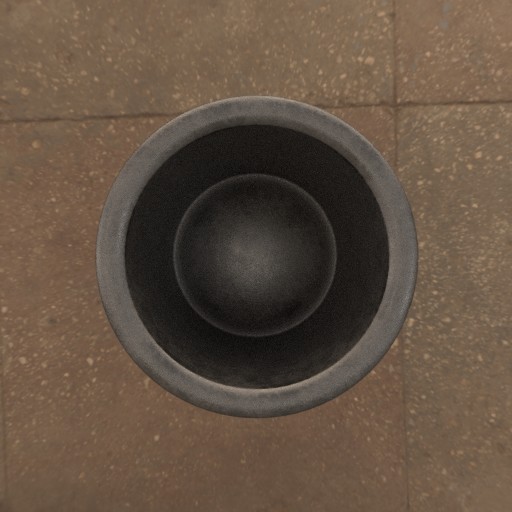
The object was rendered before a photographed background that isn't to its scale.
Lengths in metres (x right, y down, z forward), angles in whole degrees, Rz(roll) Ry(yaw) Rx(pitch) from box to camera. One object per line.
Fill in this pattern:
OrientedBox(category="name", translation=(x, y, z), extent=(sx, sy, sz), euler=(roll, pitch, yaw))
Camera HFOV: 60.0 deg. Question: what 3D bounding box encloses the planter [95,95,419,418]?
OrientedBox(category="planter", translation=(0.000, 0.000, 0.223), extent=(0.125, 0.112, 0.125), euler=(0, 90, -1))
